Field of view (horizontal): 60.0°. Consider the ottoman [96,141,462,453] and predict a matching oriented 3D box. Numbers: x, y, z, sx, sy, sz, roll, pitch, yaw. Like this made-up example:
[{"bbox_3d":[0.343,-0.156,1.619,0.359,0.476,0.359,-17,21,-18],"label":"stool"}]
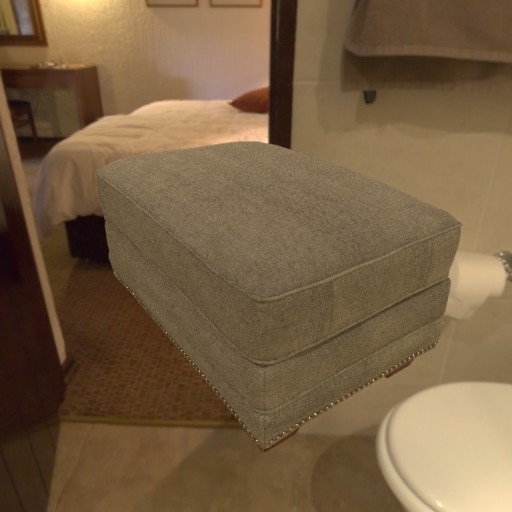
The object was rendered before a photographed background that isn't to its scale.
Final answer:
[{"bbox_3d":[0.000,0.000,1.142,0.561,0.457,0.813,-18,32,-31],"label":"ottoman"}]
